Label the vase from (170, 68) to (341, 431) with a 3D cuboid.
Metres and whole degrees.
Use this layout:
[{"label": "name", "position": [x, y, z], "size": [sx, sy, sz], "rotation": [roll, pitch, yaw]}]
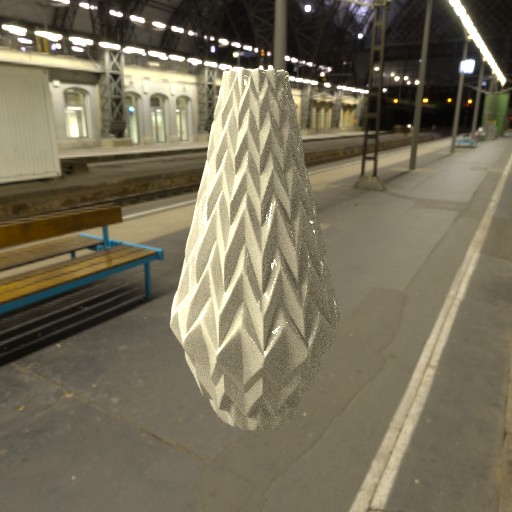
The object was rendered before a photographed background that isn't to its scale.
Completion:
[{"label": "vase", "position": [0.000, 0.000, 0.425], "size": [0.167, 0.328, 0.167], "rotation": [0, 17, 0]}]
